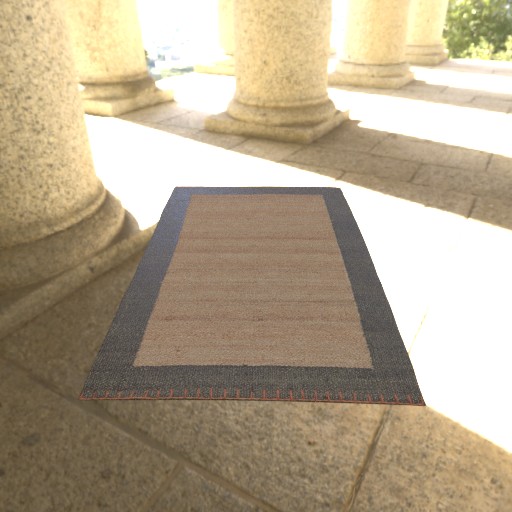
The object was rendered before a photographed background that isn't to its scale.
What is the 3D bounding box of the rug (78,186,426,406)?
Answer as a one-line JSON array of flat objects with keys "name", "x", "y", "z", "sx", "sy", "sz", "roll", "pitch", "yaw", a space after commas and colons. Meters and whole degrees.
[{"name": "rug", "x": 0.000, "y": 0.000, "z": 2.931, "sx": 1.521, "sy": 0.006, "sz": 2.435, "roll": 1, "pitch": 31, "yaw": 1}]
